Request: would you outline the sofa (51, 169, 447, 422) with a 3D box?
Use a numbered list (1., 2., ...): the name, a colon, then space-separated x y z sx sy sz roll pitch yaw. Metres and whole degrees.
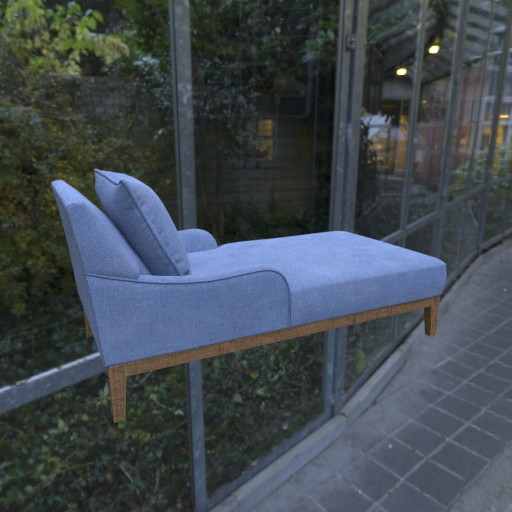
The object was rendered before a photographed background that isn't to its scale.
1. sofa: 0.000 0.000 2.248 1.779 0.883 0.904 -7 17 -26
